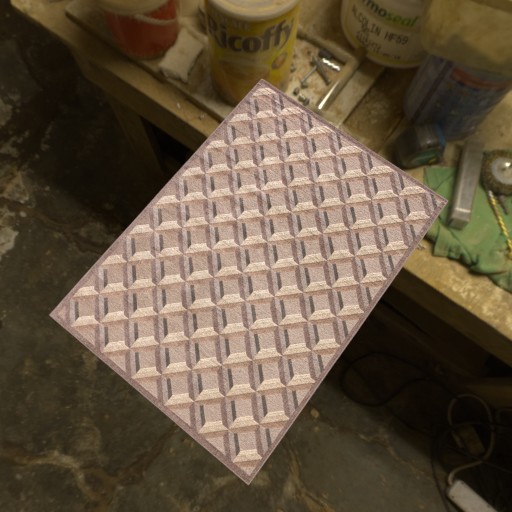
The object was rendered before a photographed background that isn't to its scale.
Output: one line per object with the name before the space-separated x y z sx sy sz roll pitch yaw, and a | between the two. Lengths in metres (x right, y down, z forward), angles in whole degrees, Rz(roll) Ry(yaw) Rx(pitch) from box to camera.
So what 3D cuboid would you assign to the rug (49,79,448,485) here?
rug | 0.000 0.000 4.322 2.382 0.018 3.294 37 77 10
